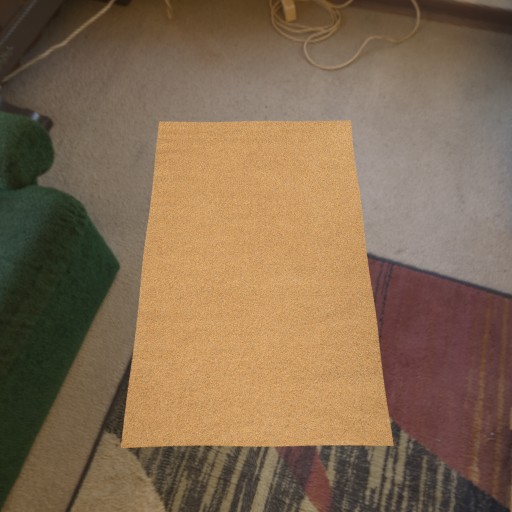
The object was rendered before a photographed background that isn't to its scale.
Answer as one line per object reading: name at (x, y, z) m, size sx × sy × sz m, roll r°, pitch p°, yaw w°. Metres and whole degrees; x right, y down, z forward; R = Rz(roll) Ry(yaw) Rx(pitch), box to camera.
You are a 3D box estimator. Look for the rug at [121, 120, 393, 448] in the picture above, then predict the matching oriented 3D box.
rug at (0.000, 0.000, 2.964) m, size 1.500 × 0.025 × 2.346 m, roll 0°, pitch 64°, yaw 0°
